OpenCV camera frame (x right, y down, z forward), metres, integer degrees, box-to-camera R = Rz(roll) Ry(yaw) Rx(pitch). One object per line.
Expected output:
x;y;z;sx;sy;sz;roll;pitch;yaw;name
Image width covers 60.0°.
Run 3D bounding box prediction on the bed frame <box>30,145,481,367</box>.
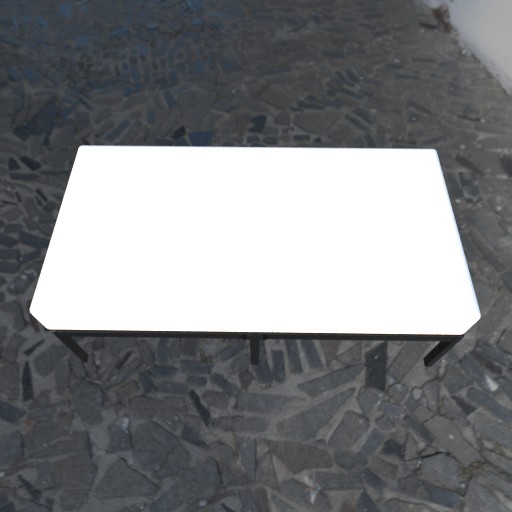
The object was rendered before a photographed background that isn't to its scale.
0.000;0.000;2.428;1.950;0.659;1.023;1;59;0;bed frame
